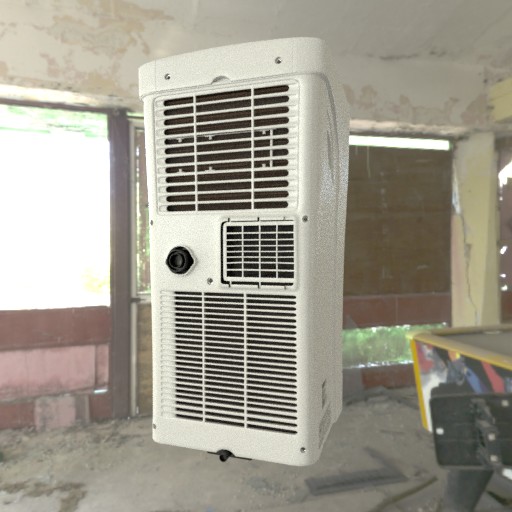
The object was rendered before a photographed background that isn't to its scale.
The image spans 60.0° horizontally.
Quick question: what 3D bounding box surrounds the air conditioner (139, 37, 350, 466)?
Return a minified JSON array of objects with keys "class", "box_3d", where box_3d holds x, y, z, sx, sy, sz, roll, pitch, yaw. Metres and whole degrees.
[{"class":"air conditioner","box_3d":[0.000,0.000,0.916,0.352,0.716,0.369,0,1,19]}]
